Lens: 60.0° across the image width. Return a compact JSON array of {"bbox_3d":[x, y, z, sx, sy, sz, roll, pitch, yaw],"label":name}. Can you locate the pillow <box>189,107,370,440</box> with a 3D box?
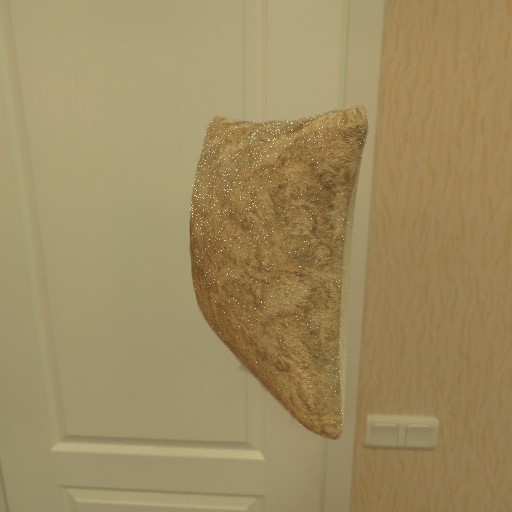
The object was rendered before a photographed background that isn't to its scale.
[{"bbox_3d":[0.000,0.000,0.836,0.216,0.525,0.538,-7,17,-24],"label":"pillow"}]
